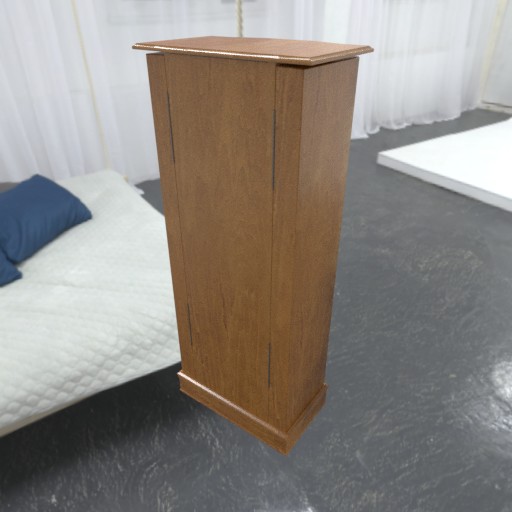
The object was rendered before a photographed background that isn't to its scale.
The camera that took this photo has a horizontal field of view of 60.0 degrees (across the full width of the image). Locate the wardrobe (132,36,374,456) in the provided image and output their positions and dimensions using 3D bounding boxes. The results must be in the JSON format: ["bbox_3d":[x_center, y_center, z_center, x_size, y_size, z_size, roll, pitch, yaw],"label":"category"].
[{"bbox_3d":[0.000,0.000,1.106,0.406,0.959,0.273,20,36,30],"label":"wardrobe"}]
